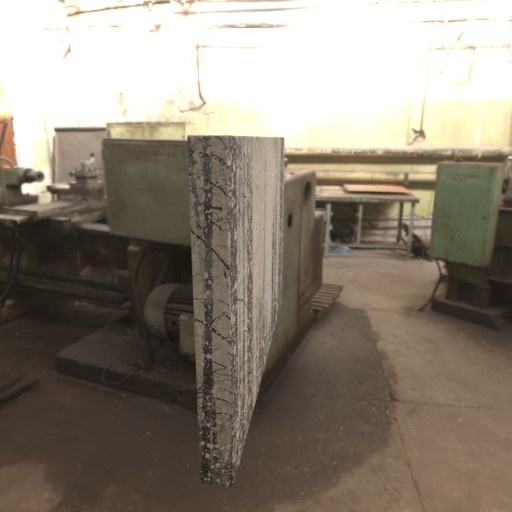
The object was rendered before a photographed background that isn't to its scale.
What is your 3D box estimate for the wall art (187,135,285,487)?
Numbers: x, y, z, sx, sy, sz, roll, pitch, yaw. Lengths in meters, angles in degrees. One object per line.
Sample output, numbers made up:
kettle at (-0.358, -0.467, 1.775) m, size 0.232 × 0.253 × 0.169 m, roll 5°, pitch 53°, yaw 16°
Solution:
wall art at (0.000, 0.000, 0.765) m, size 0.042 × 0.398 × 0.618 m, roll 2°, pitch 15°, yaw 9°
